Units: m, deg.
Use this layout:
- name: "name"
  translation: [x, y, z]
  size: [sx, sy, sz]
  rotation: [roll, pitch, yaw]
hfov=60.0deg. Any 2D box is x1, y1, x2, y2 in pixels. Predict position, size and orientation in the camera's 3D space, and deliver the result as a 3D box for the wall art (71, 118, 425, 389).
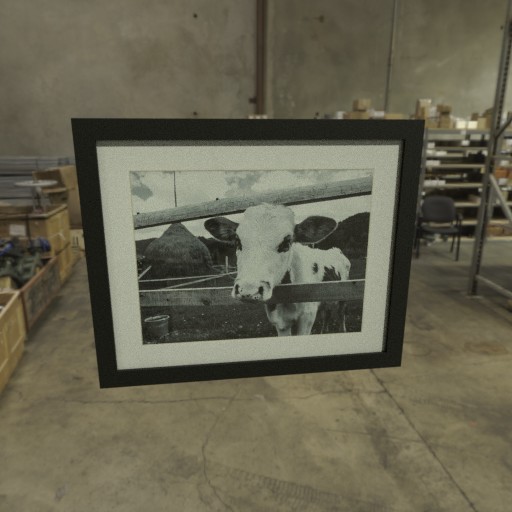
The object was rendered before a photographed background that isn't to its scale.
- name: "wall art"
  translation: [0.000, 0.000, 0.557]
  size: [0.404, 0.329, 0.024]
  rotation: [-2, 16, -8]
